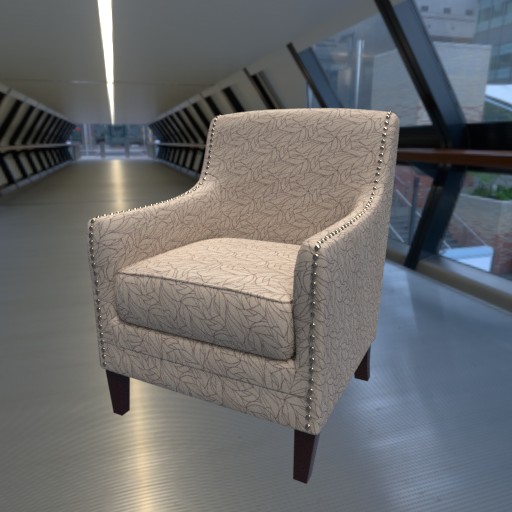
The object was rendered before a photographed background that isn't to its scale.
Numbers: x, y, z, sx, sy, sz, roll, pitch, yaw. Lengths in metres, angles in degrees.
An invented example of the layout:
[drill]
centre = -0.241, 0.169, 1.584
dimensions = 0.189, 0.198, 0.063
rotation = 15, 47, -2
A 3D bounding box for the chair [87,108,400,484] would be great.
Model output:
[chair]
centre = 0.000, 0.000, 1.251
dimensions = 0.623, 0.816, 0.651
rotation = 8, 17, 26
